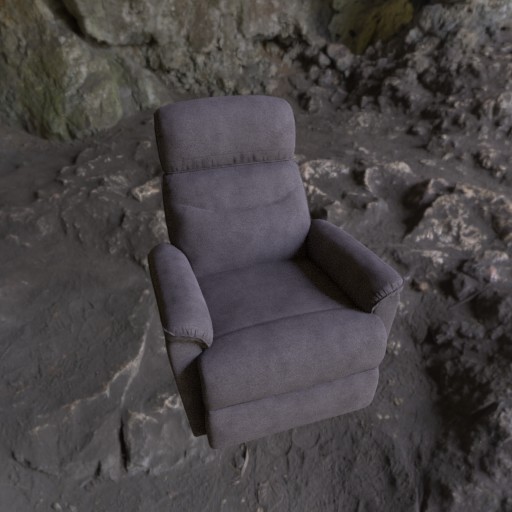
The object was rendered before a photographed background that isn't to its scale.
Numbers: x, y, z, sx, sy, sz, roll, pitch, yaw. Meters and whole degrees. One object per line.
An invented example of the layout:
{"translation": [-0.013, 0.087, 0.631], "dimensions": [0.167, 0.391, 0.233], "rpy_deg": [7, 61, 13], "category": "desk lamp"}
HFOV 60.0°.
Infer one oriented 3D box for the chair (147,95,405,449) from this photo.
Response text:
{"translation": [0.000, 0.000, 1.754], "dimensions": [0.830, 1.036, 1.009], "rpy_deg": [-10, 34, -15], "category": "chair"}
